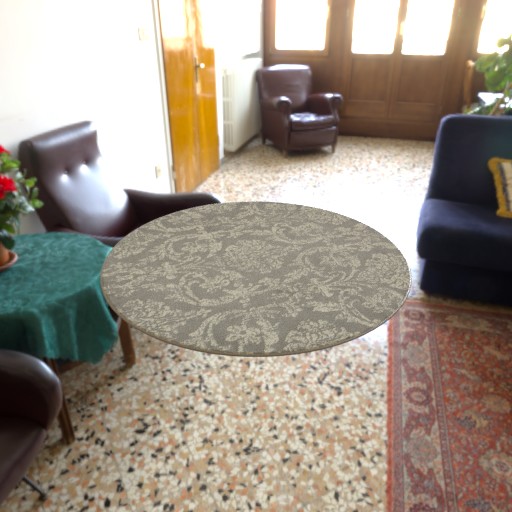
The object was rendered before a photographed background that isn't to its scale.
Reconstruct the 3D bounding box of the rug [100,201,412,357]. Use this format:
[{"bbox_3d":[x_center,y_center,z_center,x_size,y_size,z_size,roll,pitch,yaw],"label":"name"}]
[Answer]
[{"bbox_3d":[0.000,0.000,2.371,1.593,0.012,1.593,0,28,0],"label":"rug"}]
